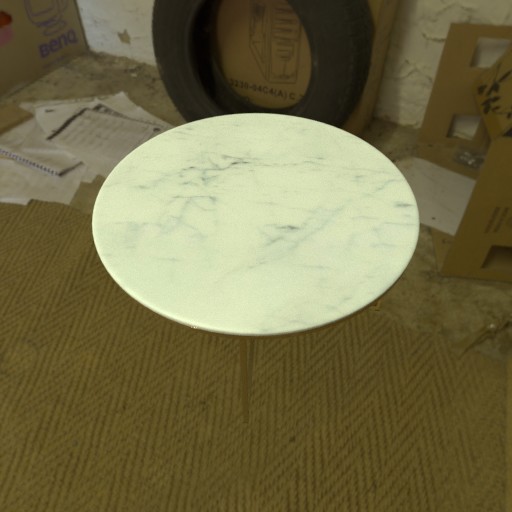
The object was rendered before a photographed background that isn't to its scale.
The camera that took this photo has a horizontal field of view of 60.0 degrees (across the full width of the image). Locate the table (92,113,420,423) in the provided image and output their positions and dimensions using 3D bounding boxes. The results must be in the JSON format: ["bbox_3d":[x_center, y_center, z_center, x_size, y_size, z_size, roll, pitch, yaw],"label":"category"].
[{"bbox_3d":[0.000,0.000,1.278,0.800,0.450,0.800,0,48,0],"label":"table"}]
